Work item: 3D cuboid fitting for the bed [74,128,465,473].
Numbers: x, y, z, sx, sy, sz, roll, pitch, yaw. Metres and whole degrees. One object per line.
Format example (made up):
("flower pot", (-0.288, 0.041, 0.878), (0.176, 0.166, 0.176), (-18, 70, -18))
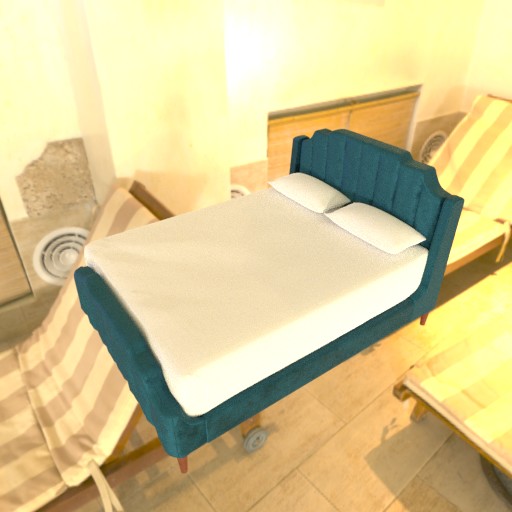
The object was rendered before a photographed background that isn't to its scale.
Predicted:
("bed", (0.000, 0.000, 3.272), (2.322, 1.338, 1.678), (-21, 39, -29))
